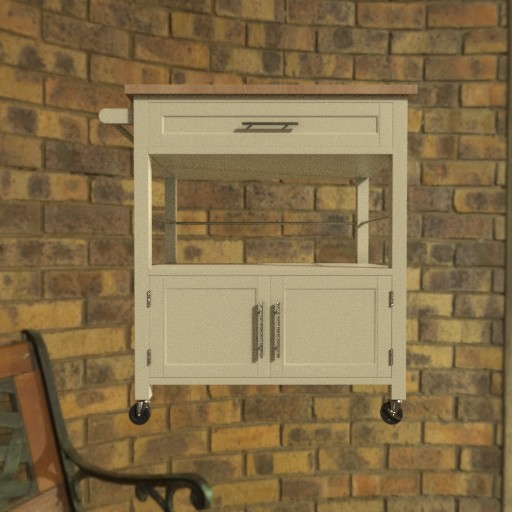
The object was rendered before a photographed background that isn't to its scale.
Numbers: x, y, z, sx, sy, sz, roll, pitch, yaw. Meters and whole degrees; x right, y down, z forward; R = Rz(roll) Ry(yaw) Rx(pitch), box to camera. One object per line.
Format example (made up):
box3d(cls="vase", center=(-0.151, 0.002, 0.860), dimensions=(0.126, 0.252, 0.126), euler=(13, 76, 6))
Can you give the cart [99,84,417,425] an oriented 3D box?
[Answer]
box3d(cls="cart", center=(0.000, 0.000, 1.389), dimensions=(0.840, 0.901, 0.459), euler=(0, 1, 0))
